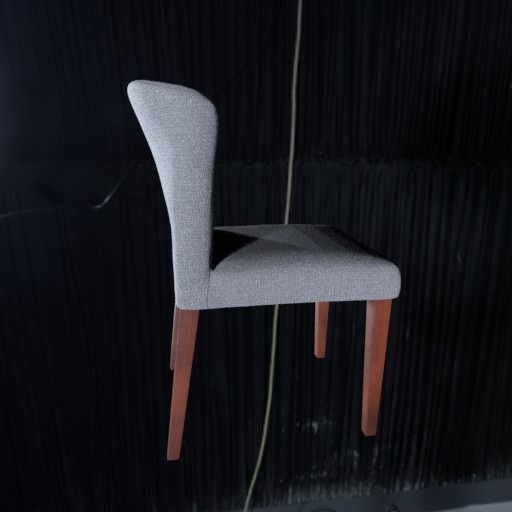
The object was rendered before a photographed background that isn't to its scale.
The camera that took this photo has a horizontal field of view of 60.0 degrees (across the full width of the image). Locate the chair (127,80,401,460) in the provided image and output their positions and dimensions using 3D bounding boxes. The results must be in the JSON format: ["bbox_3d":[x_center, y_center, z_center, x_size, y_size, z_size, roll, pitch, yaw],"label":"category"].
[{"bbox_3d":[0.000,0.000,1.162,0.589,0.839,0.491,-3,16,-9],"label":"chair"}]
